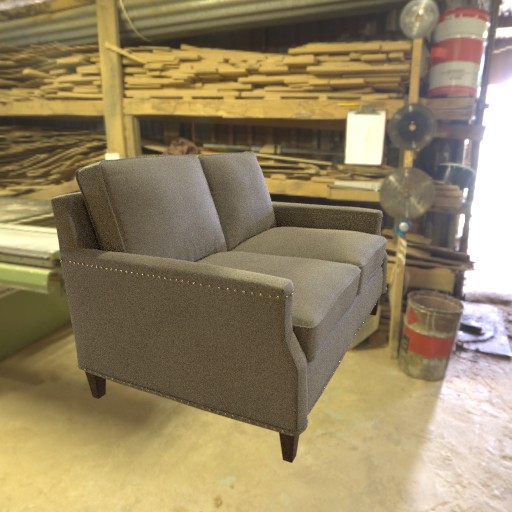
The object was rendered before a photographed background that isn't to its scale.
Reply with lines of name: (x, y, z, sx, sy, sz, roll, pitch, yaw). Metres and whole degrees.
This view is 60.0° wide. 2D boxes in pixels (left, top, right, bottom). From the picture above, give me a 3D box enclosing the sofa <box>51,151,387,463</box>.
sofa: (0.000, 0.000, 2.240, 1.084, 1.003, 1.597, 7, 17, 25)
